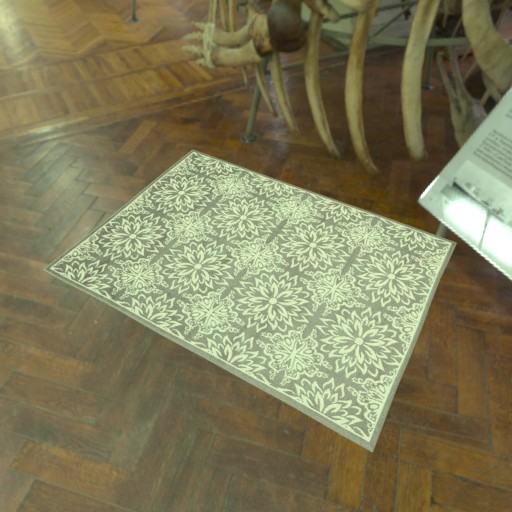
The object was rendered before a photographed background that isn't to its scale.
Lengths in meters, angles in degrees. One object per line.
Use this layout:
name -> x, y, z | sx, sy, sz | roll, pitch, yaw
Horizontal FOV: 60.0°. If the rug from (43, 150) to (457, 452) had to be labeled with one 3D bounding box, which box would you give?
rug -> 0.000, 0.000, 2.917 | 2.213, 0.014, 1.608 | 23, 51, 21
